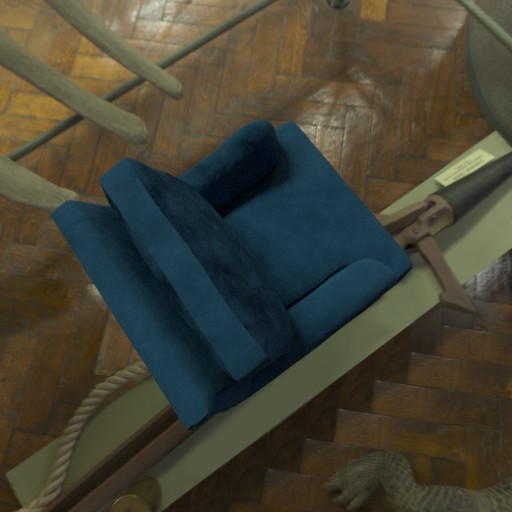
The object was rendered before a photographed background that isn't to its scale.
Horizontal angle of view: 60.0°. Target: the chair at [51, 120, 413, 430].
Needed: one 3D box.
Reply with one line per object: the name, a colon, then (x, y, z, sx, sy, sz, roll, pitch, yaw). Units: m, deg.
chair: (0.000, 0.000, 1.868, 1.078, 1.076, 0.895, -35, 77, -9)
